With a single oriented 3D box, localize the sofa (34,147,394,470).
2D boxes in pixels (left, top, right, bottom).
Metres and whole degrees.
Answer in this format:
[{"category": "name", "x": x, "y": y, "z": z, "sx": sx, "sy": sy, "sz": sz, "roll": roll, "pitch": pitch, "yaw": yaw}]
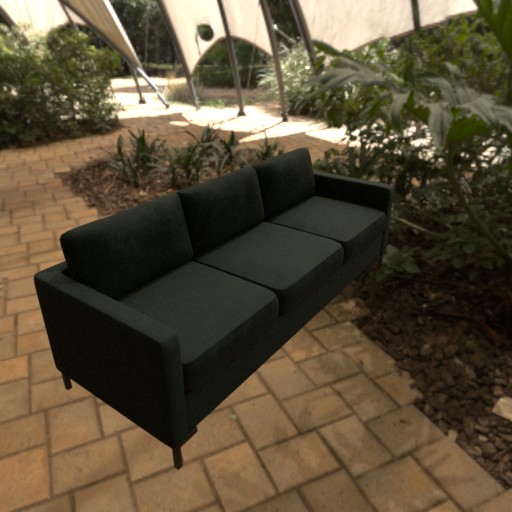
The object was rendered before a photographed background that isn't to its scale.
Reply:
[{"category": "sofa", "x": 0.000, "y": 0.000, "z": 2.631, "sx": 0.859, "sy": 0.870, "sz": 2.218, "roll": 18, "pitch": 32, "yaw": 32}]
